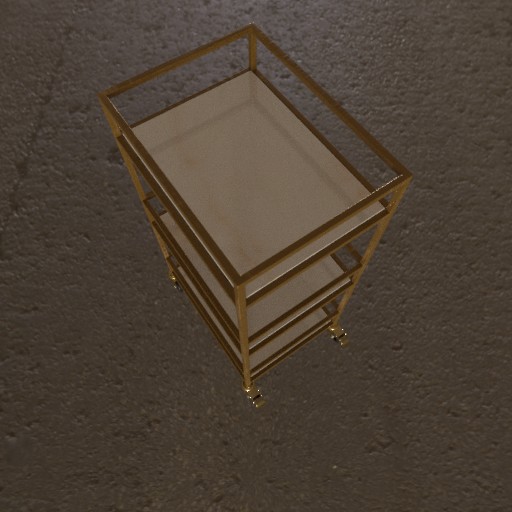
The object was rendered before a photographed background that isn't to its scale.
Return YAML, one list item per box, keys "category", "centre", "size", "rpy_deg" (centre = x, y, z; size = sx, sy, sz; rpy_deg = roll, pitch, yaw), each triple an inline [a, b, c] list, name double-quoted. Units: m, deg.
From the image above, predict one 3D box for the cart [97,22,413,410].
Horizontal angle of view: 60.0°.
- category: "cart"
  centre: [0.000, 0.000, 1.003]
  size: [0.332, 0.761, 0.483]
  rpy_deg: [-32, 68, -15]
